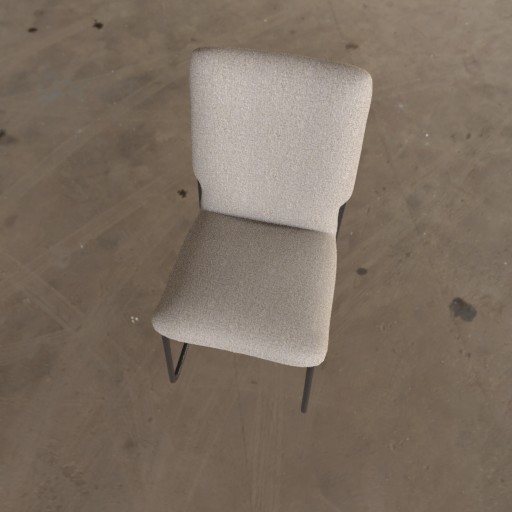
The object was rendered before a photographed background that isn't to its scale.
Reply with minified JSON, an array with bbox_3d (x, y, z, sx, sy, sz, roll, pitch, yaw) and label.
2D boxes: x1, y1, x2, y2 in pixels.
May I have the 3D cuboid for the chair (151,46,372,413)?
[{"bbox_3d":[0.000,0.000,1.182,0.448,0.864,0.560,11,59,7],"label":"chair"}]
